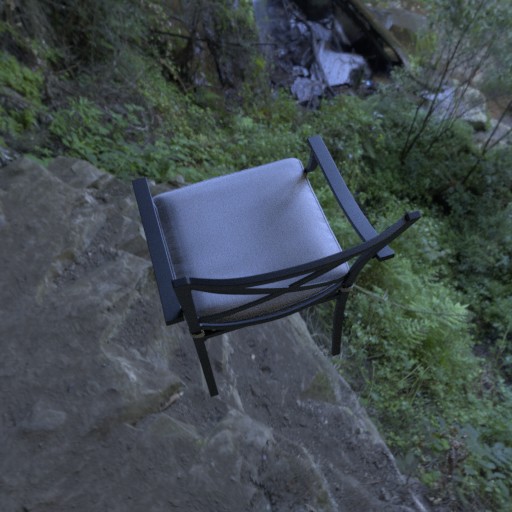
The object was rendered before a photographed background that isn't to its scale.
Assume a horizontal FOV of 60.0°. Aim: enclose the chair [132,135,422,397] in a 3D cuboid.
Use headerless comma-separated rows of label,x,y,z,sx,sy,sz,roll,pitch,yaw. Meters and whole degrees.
chair,0.000,0.000,1.319,0.575,0.889,0.620,-16,59,-10
